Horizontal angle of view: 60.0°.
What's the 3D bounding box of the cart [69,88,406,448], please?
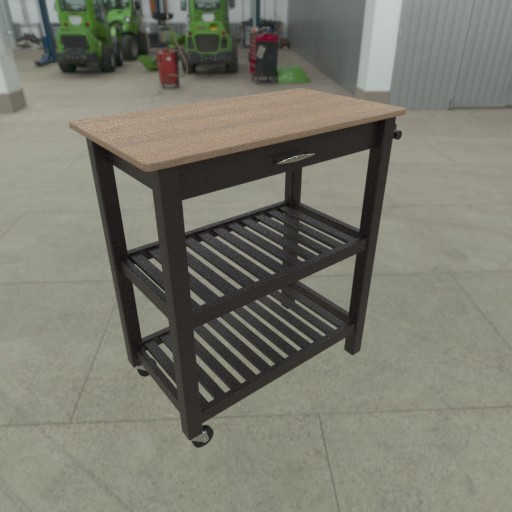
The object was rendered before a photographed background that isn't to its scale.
[{"bbox_3d":[0.000,0.000,1.477,0.899,0.927,0.457,-21,36,-32],"label":"cart"}]
